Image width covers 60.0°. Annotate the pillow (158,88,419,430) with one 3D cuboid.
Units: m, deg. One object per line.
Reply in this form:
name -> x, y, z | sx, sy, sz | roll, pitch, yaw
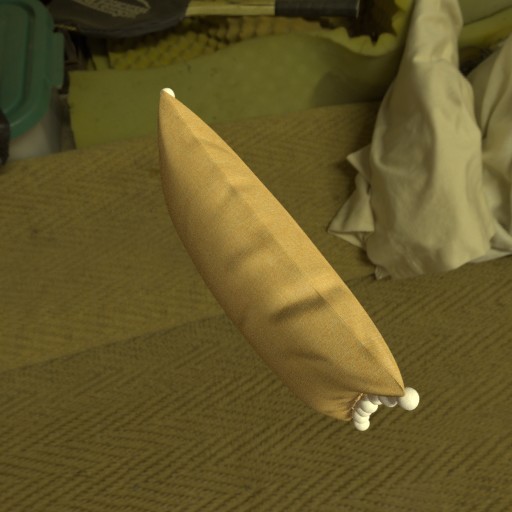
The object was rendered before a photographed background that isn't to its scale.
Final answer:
pillow -> 0.000, 0.000, 0.817 | 0.201, 0.322, 0.709 | -30, 66, -15
